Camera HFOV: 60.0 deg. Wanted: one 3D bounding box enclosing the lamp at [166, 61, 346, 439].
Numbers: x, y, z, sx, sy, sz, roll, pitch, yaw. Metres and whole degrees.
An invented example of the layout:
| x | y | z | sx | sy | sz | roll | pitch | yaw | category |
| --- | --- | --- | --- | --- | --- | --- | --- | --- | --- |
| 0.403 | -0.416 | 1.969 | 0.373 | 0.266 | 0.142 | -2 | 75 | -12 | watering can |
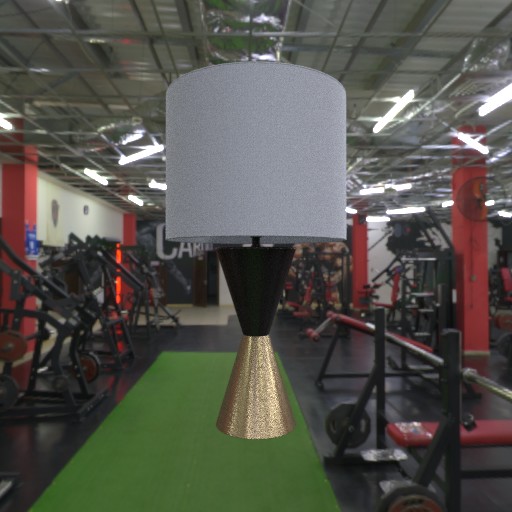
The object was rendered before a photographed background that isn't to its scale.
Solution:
| x | y | z | sx | sy | sz | roll | pitch | yaw | category |
| --- | --- | --- | --- | --- | --- | --- | --- | --- | --- |
| 0.000 | 0.000 | 0.761 | 0.304 | 0.573 | 0.304 | 0 | 0 | 0 | lamp |
